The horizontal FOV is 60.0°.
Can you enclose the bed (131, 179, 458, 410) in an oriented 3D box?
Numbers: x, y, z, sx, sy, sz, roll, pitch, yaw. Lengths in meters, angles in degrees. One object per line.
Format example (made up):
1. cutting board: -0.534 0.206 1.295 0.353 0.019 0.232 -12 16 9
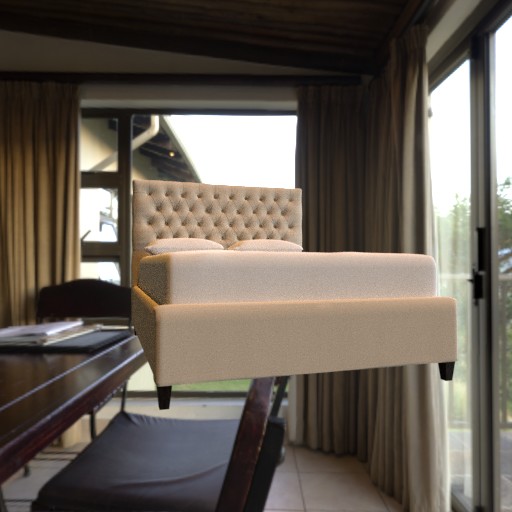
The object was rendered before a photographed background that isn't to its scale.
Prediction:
1. bed: 0.000 0.000 3.289 1.696 1.426 2.233 0 -1 -18
